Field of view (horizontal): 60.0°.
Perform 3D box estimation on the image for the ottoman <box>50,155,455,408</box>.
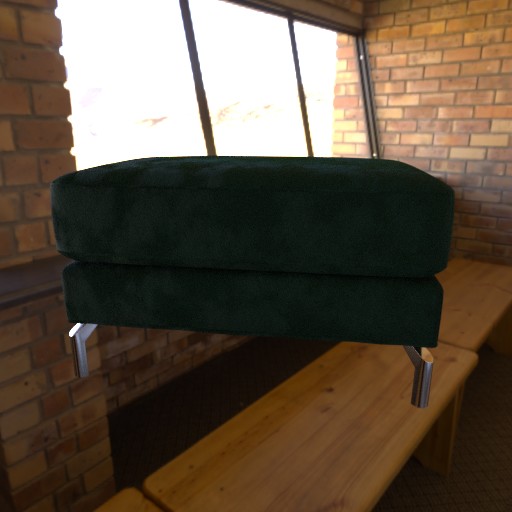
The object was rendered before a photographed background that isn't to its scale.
[{"bbox_3d":[0.000,0.000,1.226,0.886,0.533,0.536,2,17,8],"label":"ottoman"}]
